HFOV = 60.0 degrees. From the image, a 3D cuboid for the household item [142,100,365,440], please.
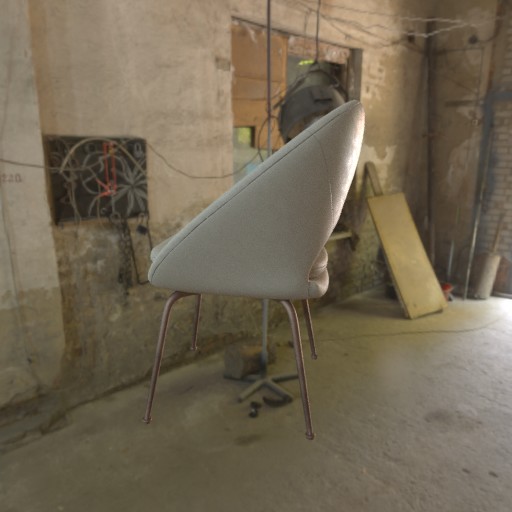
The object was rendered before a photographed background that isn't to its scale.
[{"bbox_3d":[0.000,0.000,1.298,0.573,0.852,0.623,2,15,8],"label":"household item"}]
